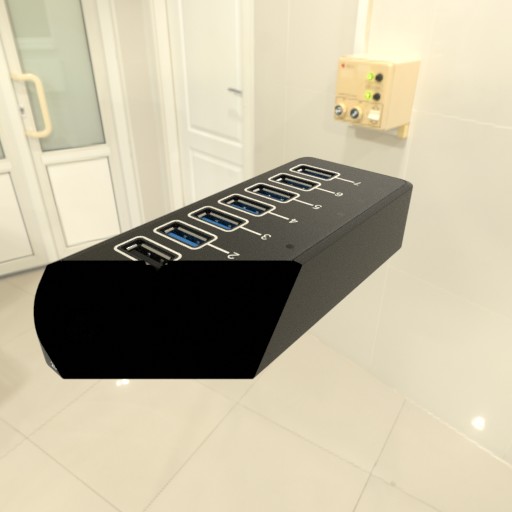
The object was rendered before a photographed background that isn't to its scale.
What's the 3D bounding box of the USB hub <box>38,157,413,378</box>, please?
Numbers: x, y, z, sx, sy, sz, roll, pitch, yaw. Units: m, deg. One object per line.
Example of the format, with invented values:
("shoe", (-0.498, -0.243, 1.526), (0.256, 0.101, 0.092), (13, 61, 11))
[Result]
("USB hub", (0.000, 0.000, 0.124), (0.044, 0.023, 0.110), (23, 38, 34))
